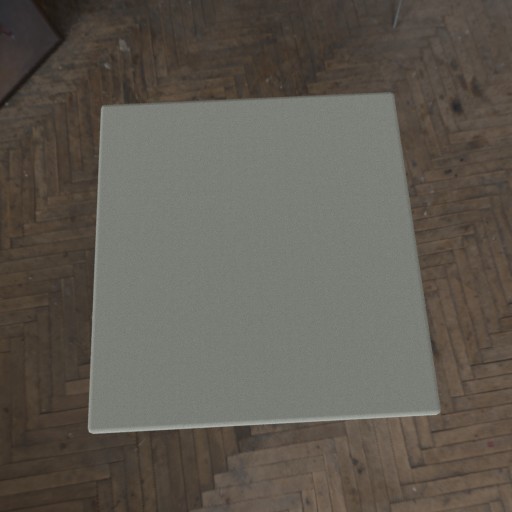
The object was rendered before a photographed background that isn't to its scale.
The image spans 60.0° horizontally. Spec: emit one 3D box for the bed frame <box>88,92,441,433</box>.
[{"bbox_3d":[0.000,0.000,3.751,2.526,0.680,2.635,-3,75,-1],"label":"bed frame"}]
